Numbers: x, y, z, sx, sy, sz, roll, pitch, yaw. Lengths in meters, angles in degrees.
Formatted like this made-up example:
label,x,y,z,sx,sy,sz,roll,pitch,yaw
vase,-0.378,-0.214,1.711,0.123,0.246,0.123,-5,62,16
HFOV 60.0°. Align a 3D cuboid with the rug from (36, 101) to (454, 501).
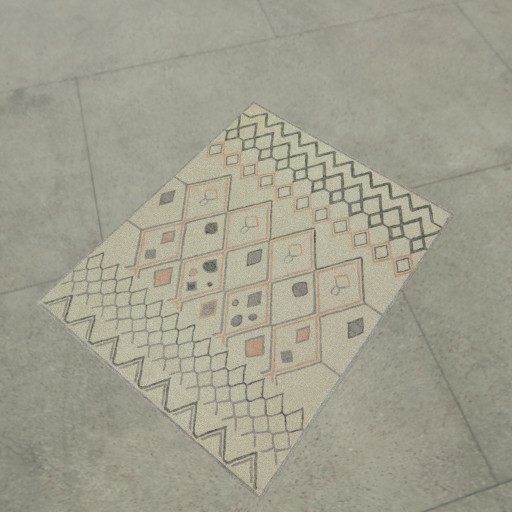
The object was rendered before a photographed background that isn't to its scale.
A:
label,x,y,z,sx,sy,sz,roll,pitch,yaw
rug,0.000,0.000,4.026,2.441,0.016,3.050,34,67,17
